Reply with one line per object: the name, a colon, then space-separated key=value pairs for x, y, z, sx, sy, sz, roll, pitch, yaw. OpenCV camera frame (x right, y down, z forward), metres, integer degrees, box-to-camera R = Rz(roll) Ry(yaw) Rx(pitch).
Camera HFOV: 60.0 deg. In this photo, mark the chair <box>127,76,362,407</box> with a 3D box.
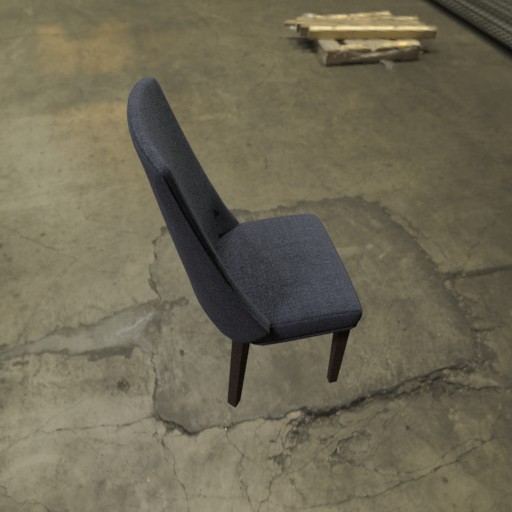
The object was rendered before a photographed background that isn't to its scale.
chair: x=0.000 y=0.000 z=1.379 sx=0.577 sy=1.050 sz=0.510 roll=-9 pitch=47 yaw=-9
